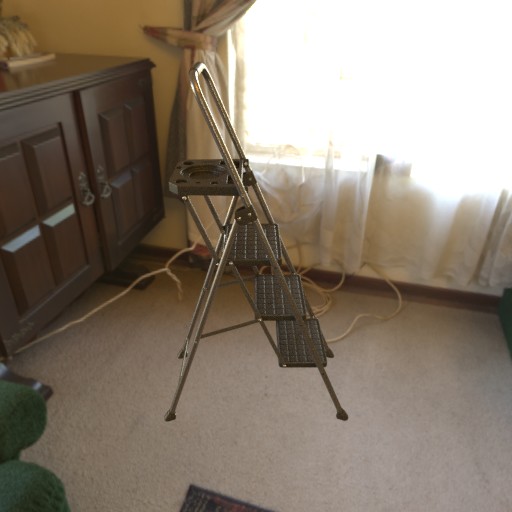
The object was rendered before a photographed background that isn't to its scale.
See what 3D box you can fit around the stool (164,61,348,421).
[{"bbox_3d":[0.000,0.000,1.599,0.733,1.277,0.396,0,30,0],"label":"stool"}]
